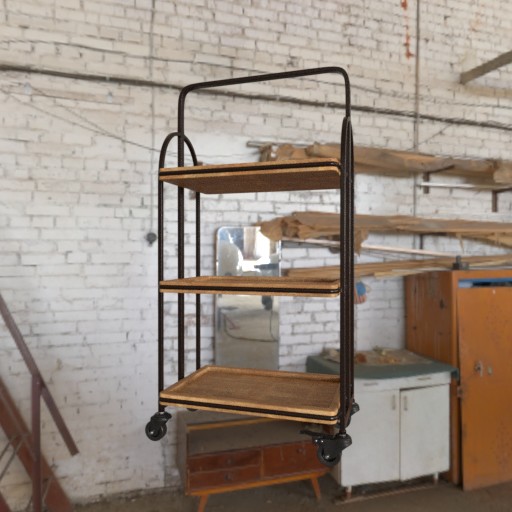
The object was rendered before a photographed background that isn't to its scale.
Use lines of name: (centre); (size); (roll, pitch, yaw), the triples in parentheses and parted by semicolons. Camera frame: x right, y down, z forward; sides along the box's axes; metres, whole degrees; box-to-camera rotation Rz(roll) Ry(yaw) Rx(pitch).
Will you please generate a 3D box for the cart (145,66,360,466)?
cart: (0.000, 0.000, 1.243); (0.553, 1.001, 0.327); (0, 0, 17)
